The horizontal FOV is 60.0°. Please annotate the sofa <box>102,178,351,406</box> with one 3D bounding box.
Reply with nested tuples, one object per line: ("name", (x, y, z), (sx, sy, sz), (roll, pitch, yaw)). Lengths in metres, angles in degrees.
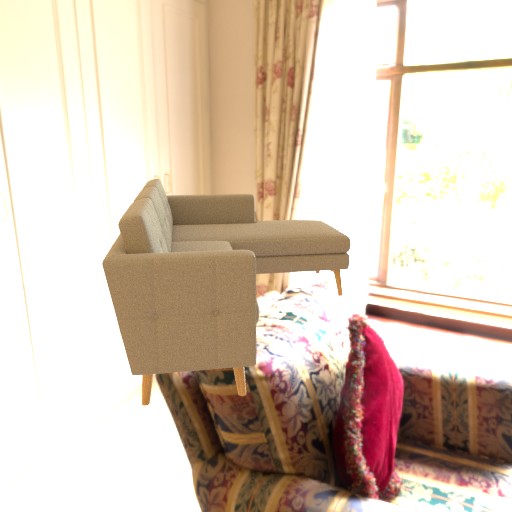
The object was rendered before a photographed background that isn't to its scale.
("sofa", (0.000, 0.000, 2.833), (1.530, 0.860, 2.040), (-2, 15, -9))
